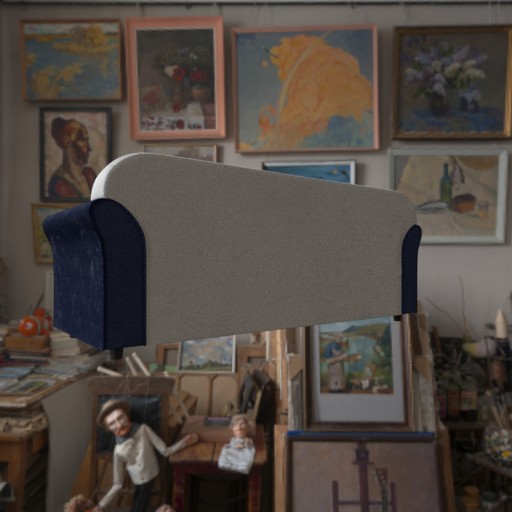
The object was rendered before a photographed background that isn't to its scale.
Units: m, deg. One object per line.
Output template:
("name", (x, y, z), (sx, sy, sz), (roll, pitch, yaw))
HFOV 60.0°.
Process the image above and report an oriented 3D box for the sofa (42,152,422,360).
("sofa", (0.000, 0.000, 2.429), (2.006, 0.789, 0.749), (0, -1, -37))
